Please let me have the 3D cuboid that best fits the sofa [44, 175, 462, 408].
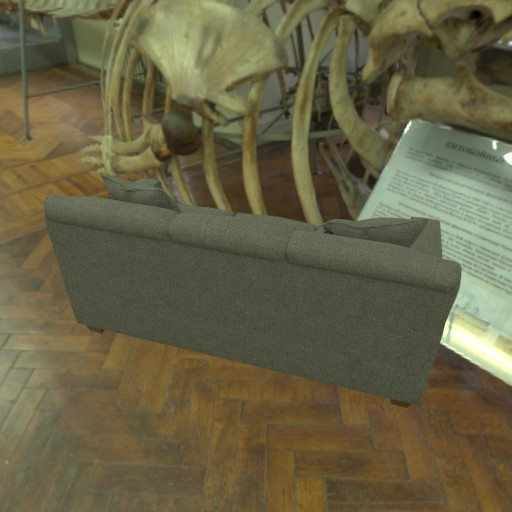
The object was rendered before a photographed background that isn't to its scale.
[{"bbox_3d":[0.000,0.000,2.614,2.024,0.958,0.997,10,36,14],"label":"sofa"}]
